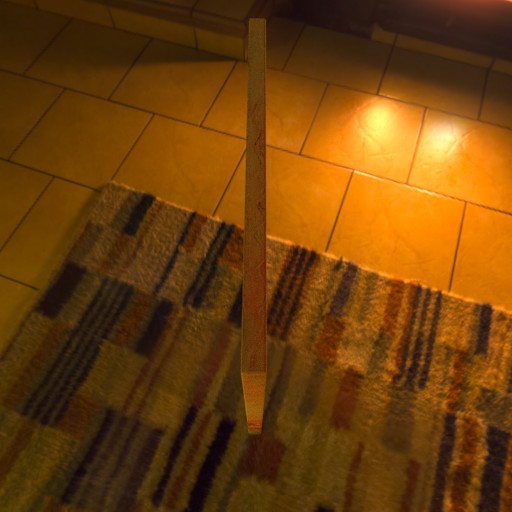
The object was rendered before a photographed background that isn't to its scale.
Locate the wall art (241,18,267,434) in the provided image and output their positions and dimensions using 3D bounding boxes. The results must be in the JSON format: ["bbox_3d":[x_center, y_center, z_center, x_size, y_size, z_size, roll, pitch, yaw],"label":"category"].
[{"bbox_3d":[0.000,0.000,1.094,0.035,0.747,0.747,0,62,0],"label":"wall art"}]
